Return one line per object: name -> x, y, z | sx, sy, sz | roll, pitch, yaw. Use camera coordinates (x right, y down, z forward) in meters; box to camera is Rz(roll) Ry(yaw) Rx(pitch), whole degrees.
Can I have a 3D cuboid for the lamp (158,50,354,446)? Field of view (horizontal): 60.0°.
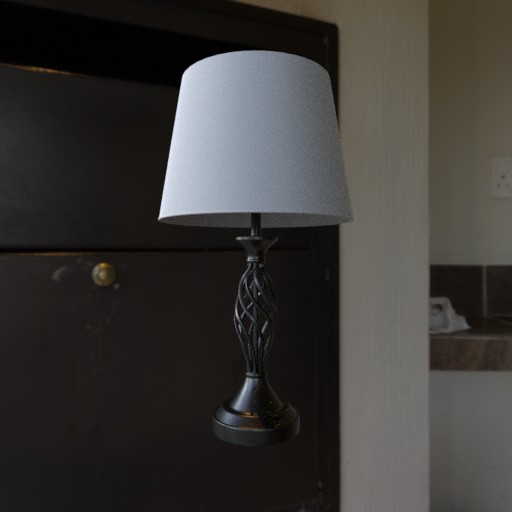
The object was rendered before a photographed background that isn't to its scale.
lamp -> 0.000, 0.000, 0.767 | 0.331, 0.594, 0.331 | 0, 0, 0
